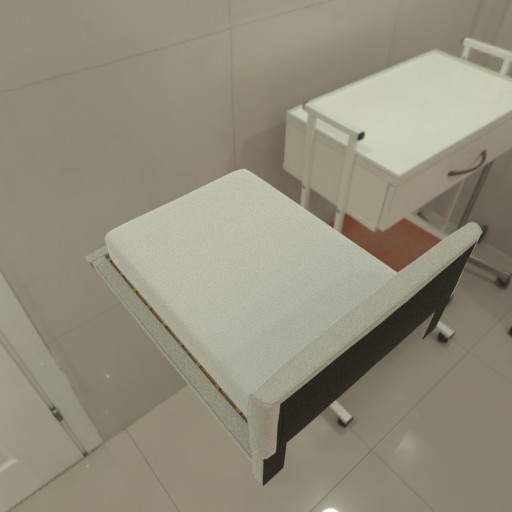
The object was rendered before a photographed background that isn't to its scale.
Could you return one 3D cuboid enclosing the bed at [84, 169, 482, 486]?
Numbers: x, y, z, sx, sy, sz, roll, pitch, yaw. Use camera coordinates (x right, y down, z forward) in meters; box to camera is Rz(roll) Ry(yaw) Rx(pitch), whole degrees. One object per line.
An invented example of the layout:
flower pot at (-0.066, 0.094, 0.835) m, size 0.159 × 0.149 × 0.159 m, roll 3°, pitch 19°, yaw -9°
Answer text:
bed at (0.000, 0.000, 3.328) m, size 1.840 × 1.067 × 2.368 m, roll -31°, pitch 53°, yaw -27°
